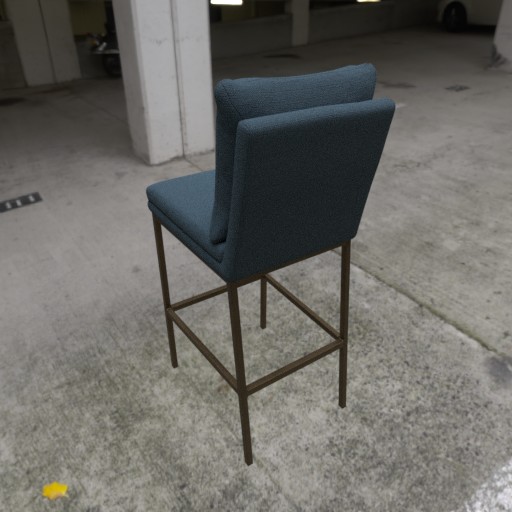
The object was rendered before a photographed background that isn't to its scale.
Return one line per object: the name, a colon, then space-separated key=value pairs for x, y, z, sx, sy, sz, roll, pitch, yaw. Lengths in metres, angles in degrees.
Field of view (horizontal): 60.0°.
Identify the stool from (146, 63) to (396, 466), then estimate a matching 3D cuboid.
stool: x=0.000 y=0.000 z=1.386 sx=0.463 sy=1.124 sz=0.568 roll=-19 pitch=35 yaw=-29
